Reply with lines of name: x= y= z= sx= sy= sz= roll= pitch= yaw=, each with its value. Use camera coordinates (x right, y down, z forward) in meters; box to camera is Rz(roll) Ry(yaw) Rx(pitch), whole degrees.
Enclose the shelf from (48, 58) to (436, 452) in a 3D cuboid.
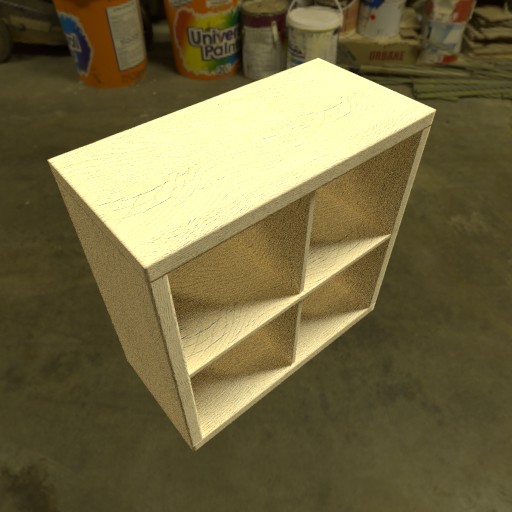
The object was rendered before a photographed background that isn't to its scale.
shelf: x=0.000 y=0.000 z=1.265 sx=0.790 sy=0.786 sz=0.390 roll=-31 pitch=54 yaw=-26
